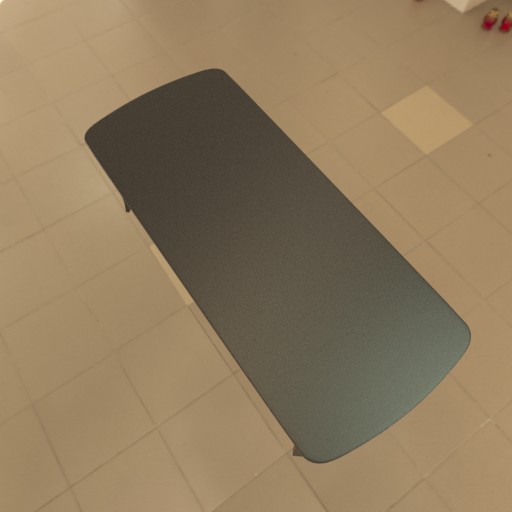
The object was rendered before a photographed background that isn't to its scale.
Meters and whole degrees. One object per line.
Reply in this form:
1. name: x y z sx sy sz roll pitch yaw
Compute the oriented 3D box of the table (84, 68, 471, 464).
1. table: 0.000 0.000 1.550 0.571 0.457 1.333 -33 68 -15
